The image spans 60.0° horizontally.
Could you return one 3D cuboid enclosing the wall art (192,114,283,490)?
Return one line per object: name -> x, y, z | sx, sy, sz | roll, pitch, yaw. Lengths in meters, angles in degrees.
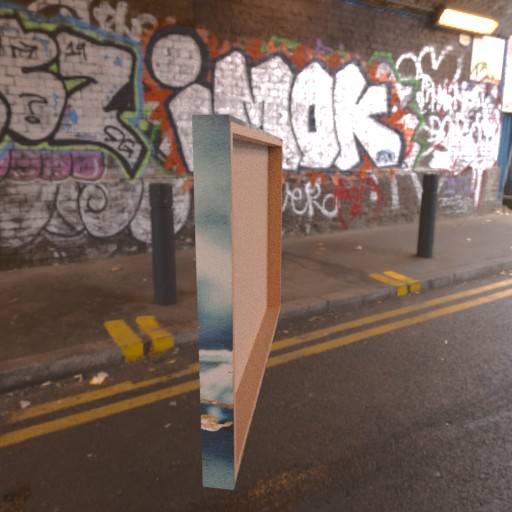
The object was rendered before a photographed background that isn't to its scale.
wall art -> 0.000, 0.000, 0.752 | 0.036, 0.405, 0.607 | 2, 13, 8
